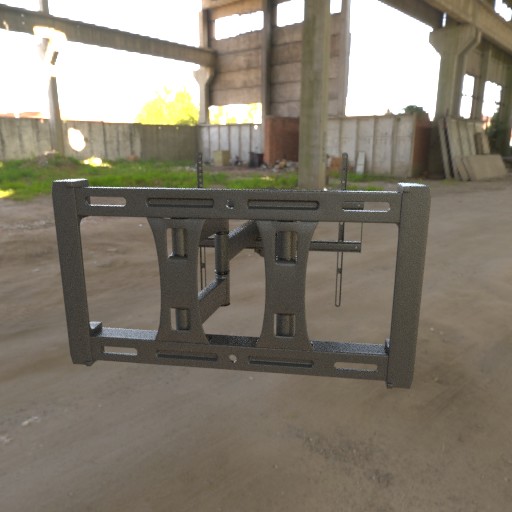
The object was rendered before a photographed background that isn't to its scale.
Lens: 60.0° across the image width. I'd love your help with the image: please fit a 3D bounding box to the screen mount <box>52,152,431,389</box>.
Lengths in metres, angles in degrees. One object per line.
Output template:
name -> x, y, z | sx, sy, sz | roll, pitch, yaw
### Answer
screen mount -> 0.000, 0.000, 0.958 | 0.571, 0.424, 0.556 | 2, 15, 8
